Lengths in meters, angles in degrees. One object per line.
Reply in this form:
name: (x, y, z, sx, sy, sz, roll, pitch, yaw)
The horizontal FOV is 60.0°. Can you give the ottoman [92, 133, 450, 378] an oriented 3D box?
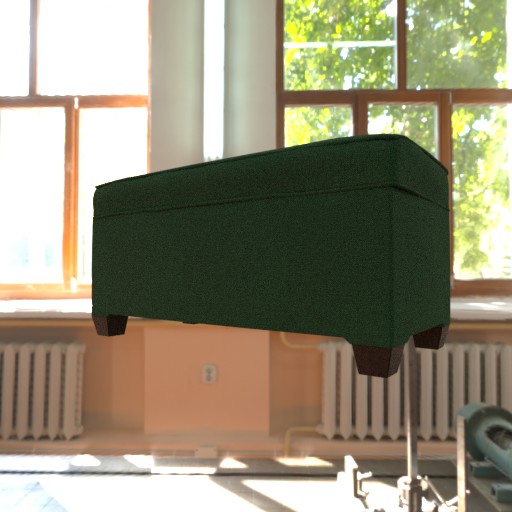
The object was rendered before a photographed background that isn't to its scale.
ottoman: (0.000, 0.000, 1.239, 0.957, 0.471, 0.483, -1, -2, 36)
